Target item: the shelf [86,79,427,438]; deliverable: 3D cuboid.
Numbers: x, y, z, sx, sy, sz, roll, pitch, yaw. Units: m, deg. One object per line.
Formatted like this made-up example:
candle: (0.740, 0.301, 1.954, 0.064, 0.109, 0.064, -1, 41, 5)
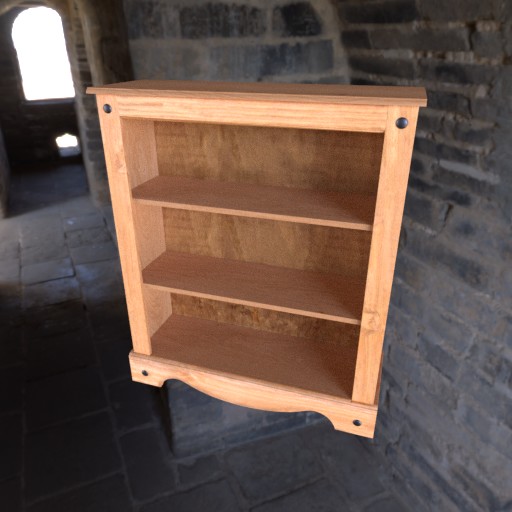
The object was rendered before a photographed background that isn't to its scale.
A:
shelf: (0.000, 0.000, 1.373, 0.840, 0.980, 0.291, 8, 27, 16)
